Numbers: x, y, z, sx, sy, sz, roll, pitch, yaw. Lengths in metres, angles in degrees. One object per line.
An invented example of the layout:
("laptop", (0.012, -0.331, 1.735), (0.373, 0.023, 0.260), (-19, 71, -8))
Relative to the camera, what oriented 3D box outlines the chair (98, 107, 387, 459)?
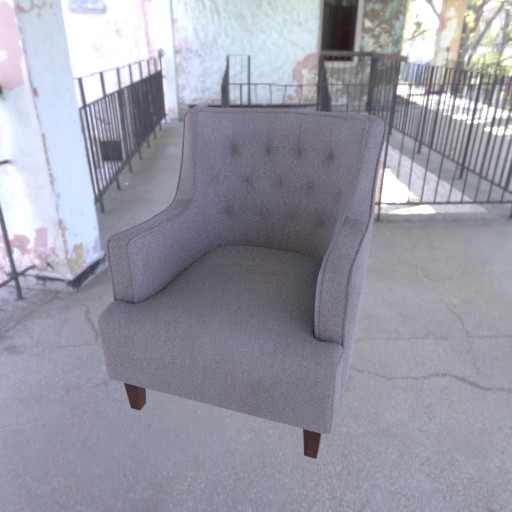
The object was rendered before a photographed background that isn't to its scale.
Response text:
("chair", (0.000, 0.000, 1.586), (0.781, 0.919, 0.910), (8, 27, 17))
